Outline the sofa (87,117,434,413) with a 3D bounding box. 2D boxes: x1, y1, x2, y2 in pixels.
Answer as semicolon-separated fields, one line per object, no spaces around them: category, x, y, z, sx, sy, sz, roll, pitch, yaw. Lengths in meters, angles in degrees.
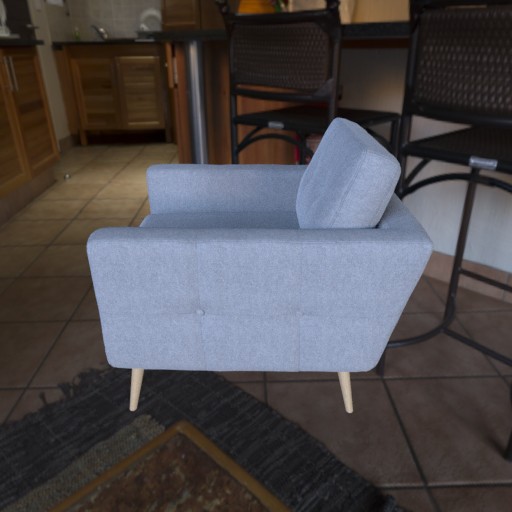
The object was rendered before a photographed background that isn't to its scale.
sofa;0.000;0.000;1.539;0.920;0.860;0.770;0;26;1
